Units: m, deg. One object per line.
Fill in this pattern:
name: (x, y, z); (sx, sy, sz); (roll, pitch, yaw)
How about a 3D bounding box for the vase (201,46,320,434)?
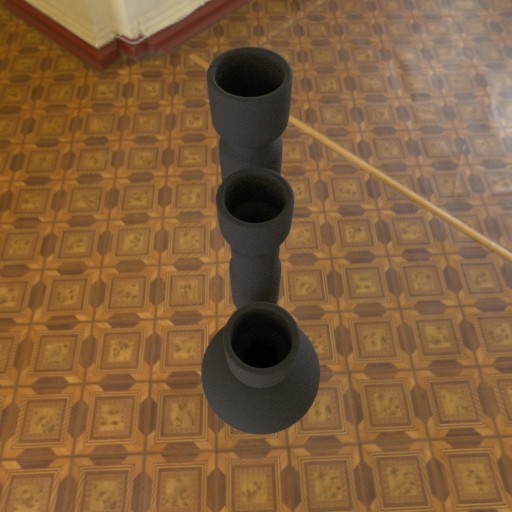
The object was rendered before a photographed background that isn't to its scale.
vase: (0.000, 0.000, 0.434); (0.120, 0.249, 0.307); (-2, 60, -1)
